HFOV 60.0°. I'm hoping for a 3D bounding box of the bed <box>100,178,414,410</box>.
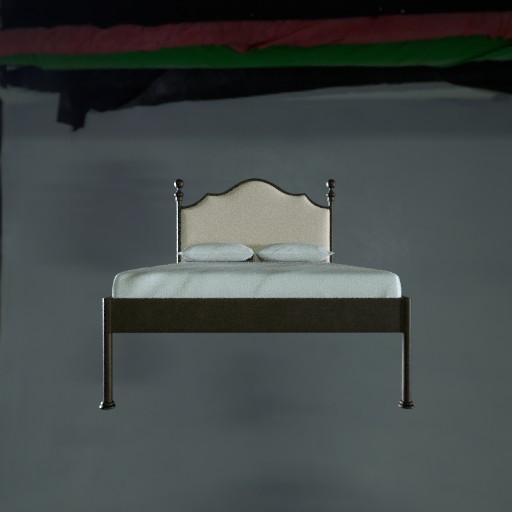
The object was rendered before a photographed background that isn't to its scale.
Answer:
[{"bbox_3d":[0.000,0.000,3.190,1.533,1.462,2.170,0,1,0],"label":"bed"}]
